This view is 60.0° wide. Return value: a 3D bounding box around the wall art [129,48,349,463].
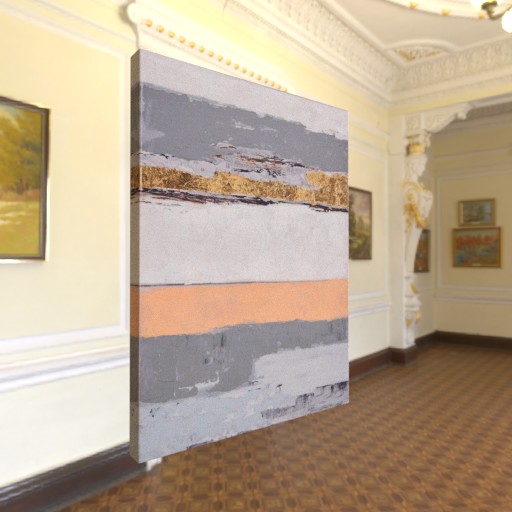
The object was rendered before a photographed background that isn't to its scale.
[{"bbox_3d":[0.000,0.000,0.799,0.456,0.609,0.038,0,-1,-37],"label":"wall art"}]
